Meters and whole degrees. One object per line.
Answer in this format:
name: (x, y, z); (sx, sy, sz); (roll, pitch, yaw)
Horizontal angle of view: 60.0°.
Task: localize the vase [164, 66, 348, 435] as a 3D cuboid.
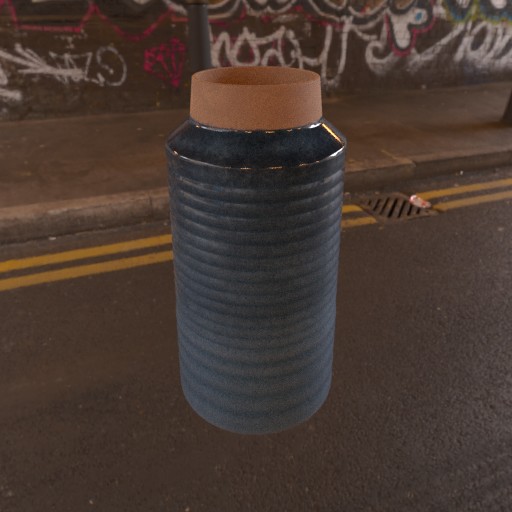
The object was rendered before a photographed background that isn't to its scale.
vase: (0.000, 0.000, 0.413); (0.163, 0.316, 0.163); (0, 31, 0)
